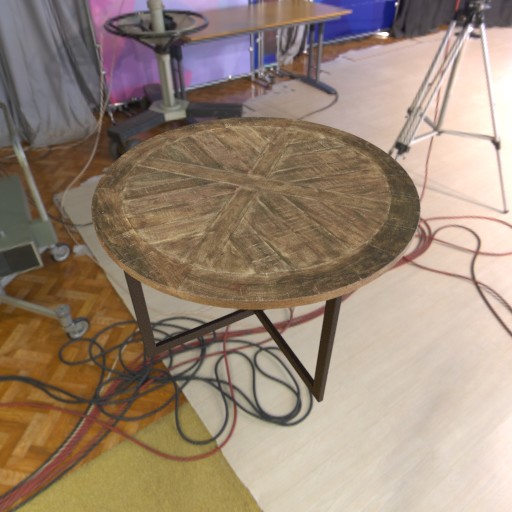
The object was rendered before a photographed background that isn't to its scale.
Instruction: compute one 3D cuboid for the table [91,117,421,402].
[{"bbox_3d":[0.000,0.000,2.015,1.264,0.762,1.264,0,41,0],"label":"table"}]
